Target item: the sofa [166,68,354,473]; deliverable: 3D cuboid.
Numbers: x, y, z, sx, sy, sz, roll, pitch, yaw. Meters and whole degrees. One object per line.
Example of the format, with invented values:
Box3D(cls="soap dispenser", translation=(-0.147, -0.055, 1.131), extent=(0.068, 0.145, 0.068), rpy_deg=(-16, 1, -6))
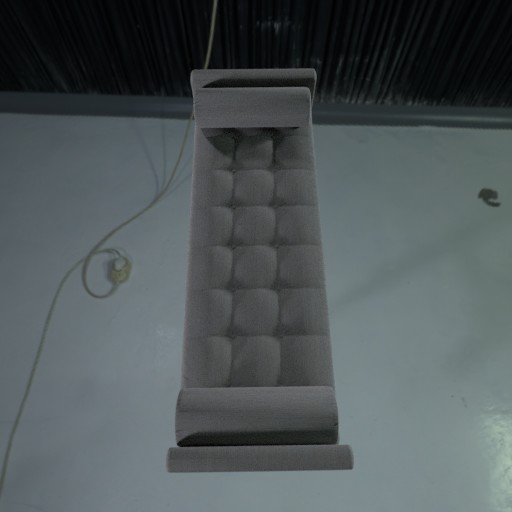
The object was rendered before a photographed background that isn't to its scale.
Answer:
Box3D(cls="sofa", translation=(0.000, 0.000, 2.273), extent=(0.686, 0.635, 1.981), rpy_deg=(-1, 65, 0))
